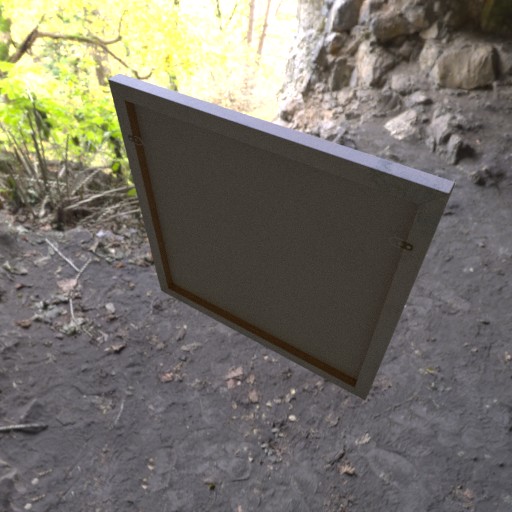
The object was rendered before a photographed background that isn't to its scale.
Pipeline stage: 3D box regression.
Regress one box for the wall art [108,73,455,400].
[{"bbox_3d":[0.000,0.000,1.145,0.762,0.762,0.041,25,52,21],"label":"wall art"}]
